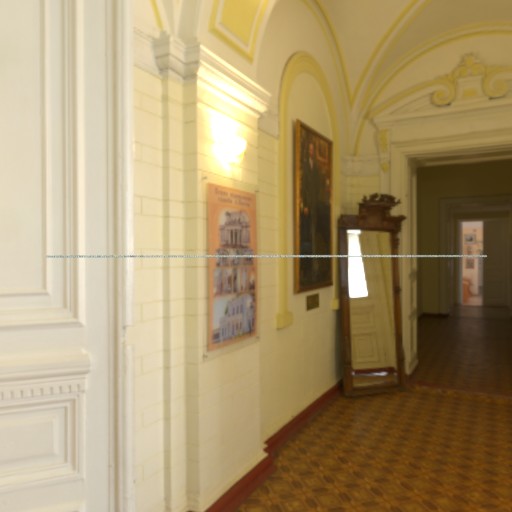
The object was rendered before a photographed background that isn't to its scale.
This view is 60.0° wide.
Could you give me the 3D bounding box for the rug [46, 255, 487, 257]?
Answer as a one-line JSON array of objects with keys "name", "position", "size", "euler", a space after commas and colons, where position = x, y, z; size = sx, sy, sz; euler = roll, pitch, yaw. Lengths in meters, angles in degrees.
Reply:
[{"name": "rug", "position": [0.000, 0.000, 2.218], "size": [1.752, 0.006, 1.142], "euler": [0, 0, -17]}]
